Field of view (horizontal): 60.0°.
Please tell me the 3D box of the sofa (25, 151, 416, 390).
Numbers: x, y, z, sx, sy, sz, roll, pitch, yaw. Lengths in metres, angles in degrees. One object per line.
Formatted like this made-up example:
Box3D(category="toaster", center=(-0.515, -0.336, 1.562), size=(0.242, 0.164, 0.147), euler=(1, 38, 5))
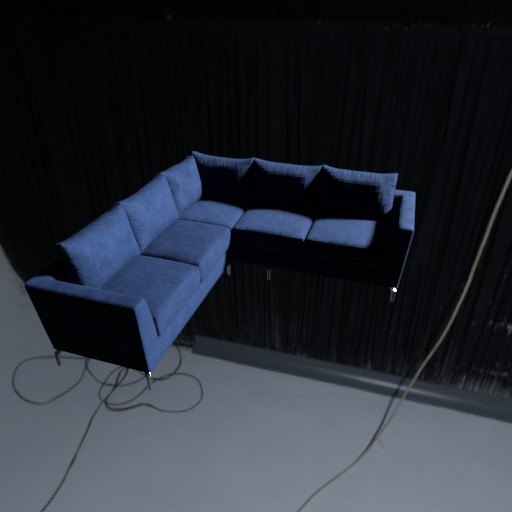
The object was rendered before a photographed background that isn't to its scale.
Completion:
Box3D(category="sofa", center=(0.000, 0.000, 3.755), size=(2.463, 0.988, 2.472), euler=(9, 32, 15))
